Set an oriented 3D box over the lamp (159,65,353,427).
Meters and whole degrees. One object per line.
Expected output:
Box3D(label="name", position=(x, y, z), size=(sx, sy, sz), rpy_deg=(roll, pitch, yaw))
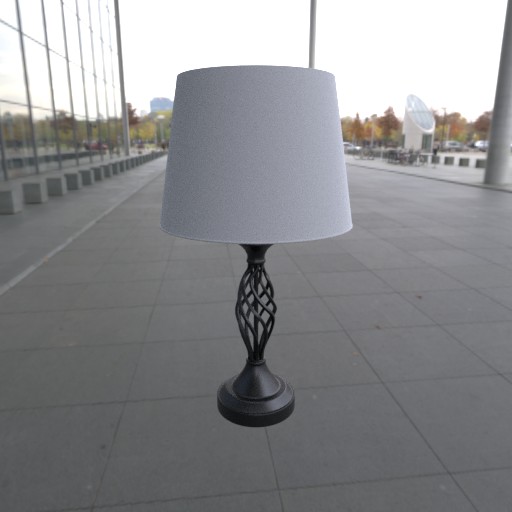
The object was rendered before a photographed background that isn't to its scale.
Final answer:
Box3D(label="lamp", position=(0.000, 0.000, 0.790), size=(0.331, 0.594, 0.331), rpy_deg=(0, 15, 0))
